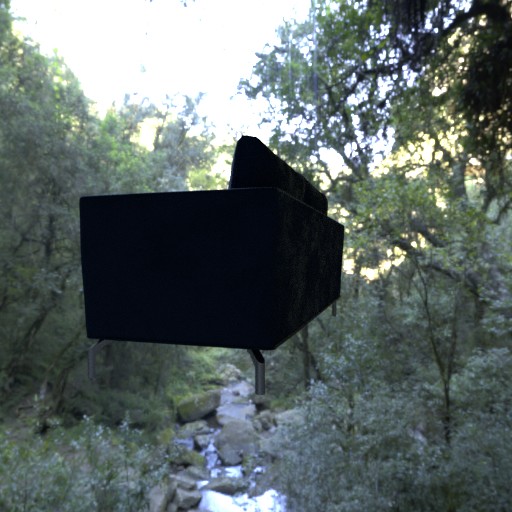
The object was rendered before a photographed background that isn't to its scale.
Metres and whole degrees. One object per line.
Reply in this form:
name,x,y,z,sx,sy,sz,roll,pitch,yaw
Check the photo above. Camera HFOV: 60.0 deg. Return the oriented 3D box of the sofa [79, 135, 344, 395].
sofa,0.000,0.000,2.729,0.853,0.998,2.212,0,0,17
